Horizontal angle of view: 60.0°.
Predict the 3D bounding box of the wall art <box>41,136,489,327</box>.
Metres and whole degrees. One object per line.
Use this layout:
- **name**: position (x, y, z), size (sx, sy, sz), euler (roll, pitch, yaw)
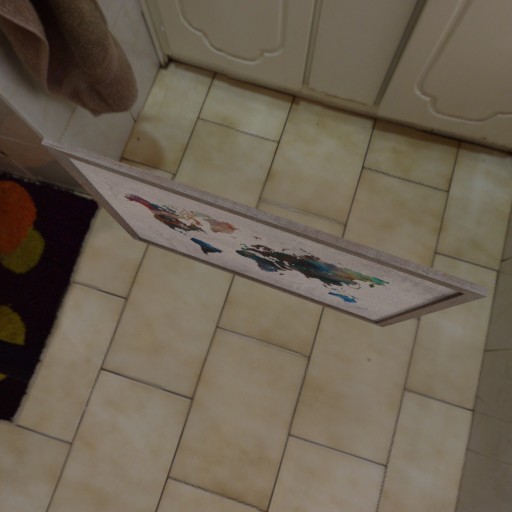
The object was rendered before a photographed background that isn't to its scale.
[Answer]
- **wall art**: position (0.000, 0.000, 1.325), size (1.012, 0.774, 0.019), euler (19, 77, 5)
